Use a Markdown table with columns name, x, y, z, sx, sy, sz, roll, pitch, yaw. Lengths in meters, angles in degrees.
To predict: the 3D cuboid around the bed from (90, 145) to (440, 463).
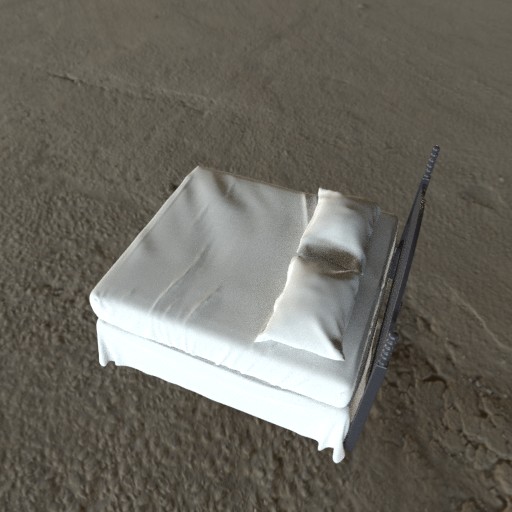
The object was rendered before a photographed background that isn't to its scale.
| name | x | y | z | sx | sy | sz | roll | pitch | yaw |
| --- | --- | --- | --- | --- | --- | --- | --- | --- | --- |
| bed | 0.000 | 0.000 | 3.211 | 2.040 | 1.356 | 1.873 | 17 | 49 | 15 |
